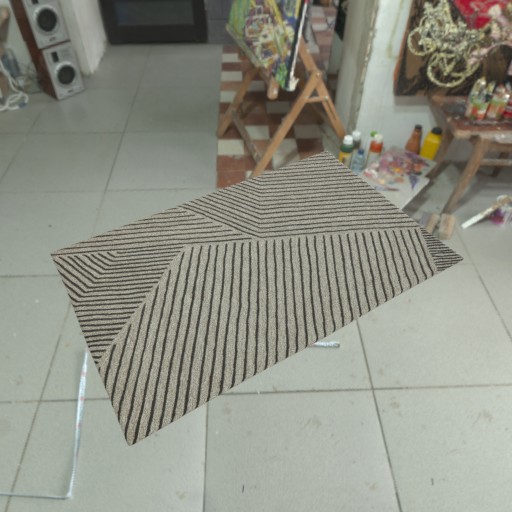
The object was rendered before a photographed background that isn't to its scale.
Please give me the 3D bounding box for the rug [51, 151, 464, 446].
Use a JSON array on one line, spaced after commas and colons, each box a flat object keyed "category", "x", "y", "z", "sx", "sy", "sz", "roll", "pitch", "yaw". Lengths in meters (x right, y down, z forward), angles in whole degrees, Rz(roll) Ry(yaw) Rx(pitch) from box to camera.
[{"category": "rug", "x": 0.000, "y": 0.000, "z": 3.049, "sx": 2.406, "sy": 0.023, "sz": 1.539, "roll": -24, "pitch": 51, "yaw": -21}]
